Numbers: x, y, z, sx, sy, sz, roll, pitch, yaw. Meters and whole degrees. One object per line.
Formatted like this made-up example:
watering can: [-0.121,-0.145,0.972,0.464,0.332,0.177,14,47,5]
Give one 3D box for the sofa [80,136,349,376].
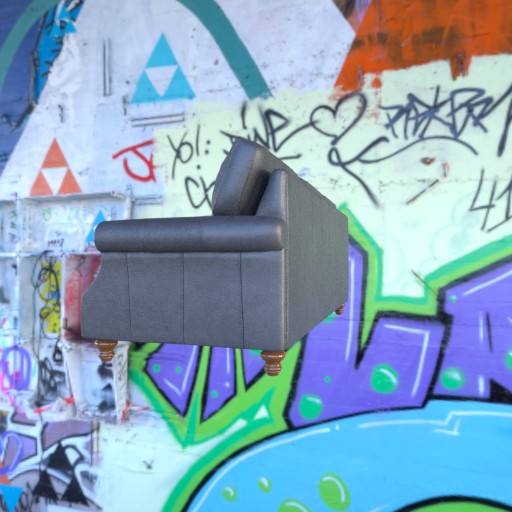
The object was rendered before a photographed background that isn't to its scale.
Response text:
sofa: [0.000,0.000,2.906,0.974,0.977,2.387,0,0,18]
